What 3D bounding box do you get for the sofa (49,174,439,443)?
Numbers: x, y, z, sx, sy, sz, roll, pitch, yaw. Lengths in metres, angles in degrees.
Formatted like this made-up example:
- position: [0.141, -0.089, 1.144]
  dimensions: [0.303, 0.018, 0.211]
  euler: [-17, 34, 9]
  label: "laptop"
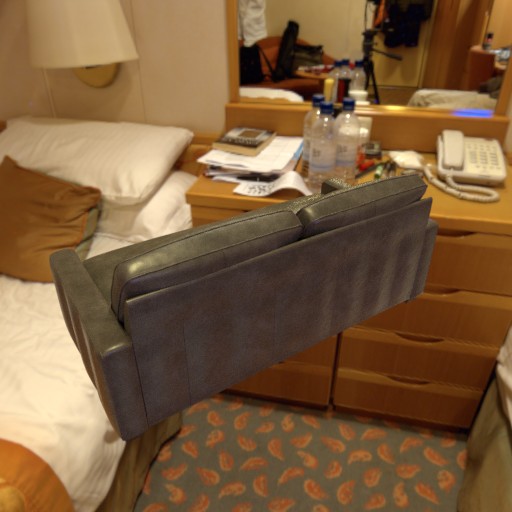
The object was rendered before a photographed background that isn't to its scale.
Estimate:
- position: [0.000, 0.000, 2.574]
  dimensions: [2.081, 0.916, 0.939]
  euler: [-19, 36, -29]
  label: "sofa"
